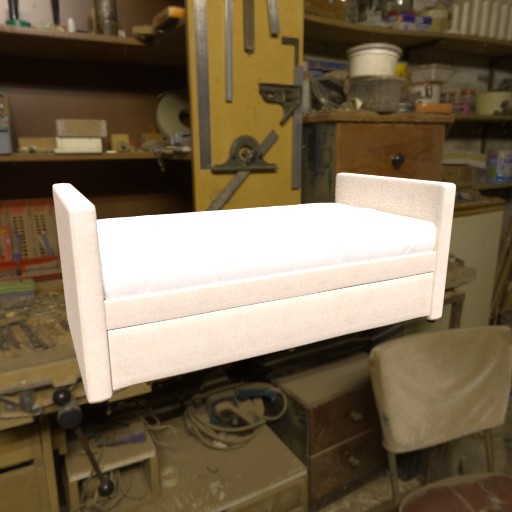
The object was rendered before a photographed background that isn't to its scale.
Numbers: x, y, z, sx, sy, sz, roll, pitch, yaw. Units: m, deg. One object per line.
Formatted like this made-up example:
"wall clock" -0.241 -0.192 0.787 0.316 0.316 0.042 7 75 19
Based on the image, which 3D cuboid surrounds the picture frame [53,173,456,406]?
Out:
"picture frame" 0.000 0.000 2.739 2.161 0.891 1.069 -7 16 -26
